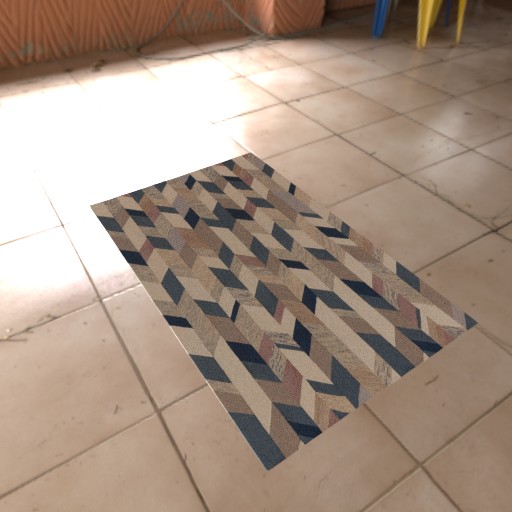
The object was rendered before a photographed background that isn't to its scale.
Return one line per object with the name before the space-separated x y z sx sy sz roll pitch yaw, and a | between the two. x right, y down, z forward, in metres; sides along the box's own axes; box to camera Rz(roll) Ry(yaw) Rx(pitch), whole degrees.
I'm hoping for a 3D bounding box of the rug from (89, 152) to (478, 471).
rug | 0.000 0.000 3.011 1.513 0.008 2.423 -24 47 -24
